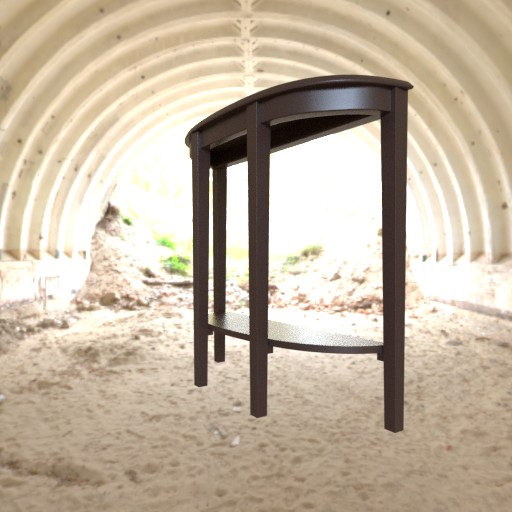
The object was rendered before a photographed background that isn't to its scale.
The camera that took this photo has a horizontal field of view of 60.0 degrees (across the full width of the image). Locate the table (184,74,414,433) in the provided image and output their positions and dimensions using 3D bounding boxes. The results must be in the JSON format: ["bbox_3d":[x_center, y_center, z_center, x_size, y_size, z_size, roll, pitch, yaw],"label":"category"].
[{"bbox_3d":[0.000,0.000,1.338,0.274,0.831,0.909,0,0,-35],"label":"table"}]
